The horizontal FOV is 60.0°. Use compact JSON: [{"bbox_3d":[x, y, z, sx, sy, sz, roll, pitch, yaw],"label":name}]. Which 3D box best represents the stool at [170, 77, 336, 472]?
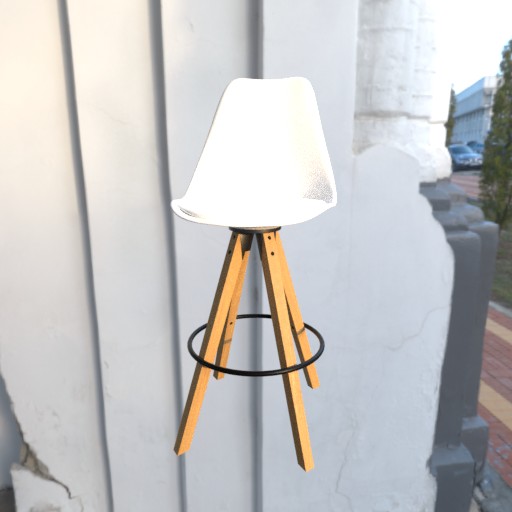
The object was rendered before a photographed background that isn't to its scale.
[{"bbox_3d":[0.000,0.000,1.394,0.482,1.115,0.549,3,15,10],"label":"stool"}]
